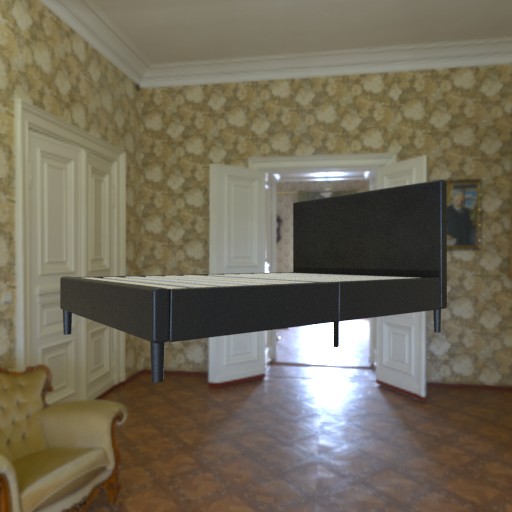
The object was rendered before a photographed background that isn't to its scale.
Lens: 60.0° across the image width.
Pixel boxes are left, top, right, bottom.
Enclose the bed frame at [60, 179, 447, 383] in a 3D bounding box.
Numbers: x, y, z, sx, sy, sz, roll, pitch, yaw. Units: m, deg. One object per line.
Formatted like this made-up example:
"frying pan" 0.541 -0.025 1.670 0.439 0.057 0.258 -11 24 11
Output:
"bed frame" 0.000 0.000 3.246 2.318 1.127 1.634 0 -1 -37
